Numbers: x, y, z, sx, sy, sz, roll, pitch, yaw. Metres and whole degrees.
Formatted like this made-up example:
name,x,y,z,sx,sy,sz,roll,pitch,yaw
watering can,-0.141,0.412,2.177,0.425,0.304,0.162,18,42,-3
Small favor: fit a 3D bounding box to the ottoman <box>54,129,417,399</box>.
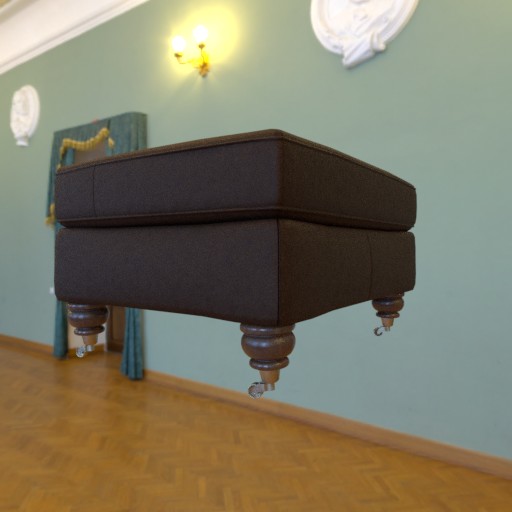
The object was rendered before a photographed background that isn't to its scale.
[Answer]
name,x,y,z,sx,sy,sz,roll,pitch,yaw
ottoman,0.000,0.000,1.788,0.967,0.730,1.187,1,1,35
